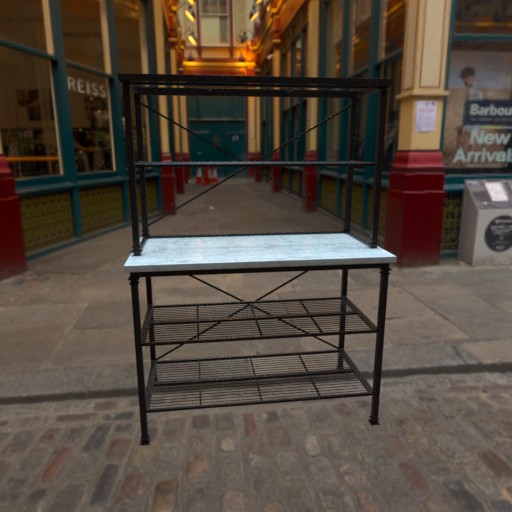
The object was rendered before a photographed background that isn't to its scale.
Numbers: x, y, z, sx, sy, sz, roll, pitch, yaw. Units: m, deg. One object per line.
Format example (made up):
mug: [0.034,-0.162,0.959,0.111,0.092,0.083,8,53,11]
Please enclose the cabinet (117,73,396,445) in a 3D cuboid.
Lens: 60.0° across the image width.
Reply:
cabinet: [0.000,0.000,2.241,1.210,1.659,0.610,-2,14,-8]
